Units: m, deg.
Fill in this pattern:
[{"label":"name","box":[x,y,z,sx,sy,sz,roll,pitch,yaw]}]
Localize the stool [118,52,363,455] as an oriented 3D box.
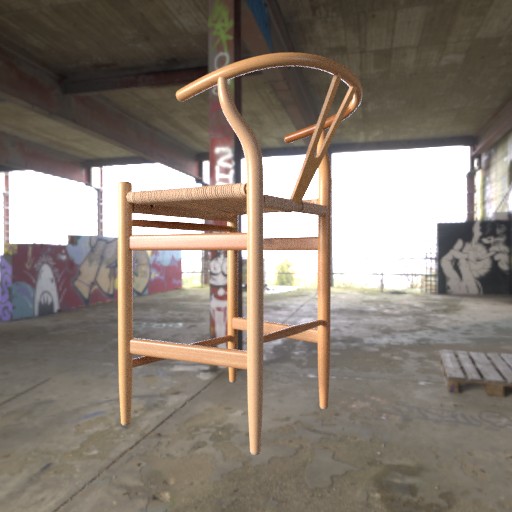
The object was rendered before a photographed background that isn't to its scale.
[{"label":"stool","box":[0.000,0.000,1.256,0.575,0.923,0.536,0,1,35]}]
